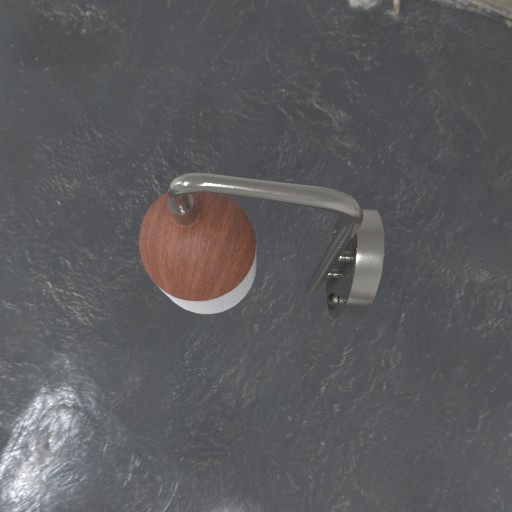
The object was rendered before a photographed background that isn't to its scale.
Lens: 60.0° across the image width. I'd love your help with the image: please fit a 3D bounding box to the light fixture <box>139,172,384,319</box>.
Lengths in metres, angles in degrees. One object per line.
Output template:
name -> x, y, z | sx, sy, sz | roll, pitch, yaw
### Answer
light fixture -> 0.000, 0.000, 0.441 | 0.216, 0.343, 0.108 | 3, 74, 1
